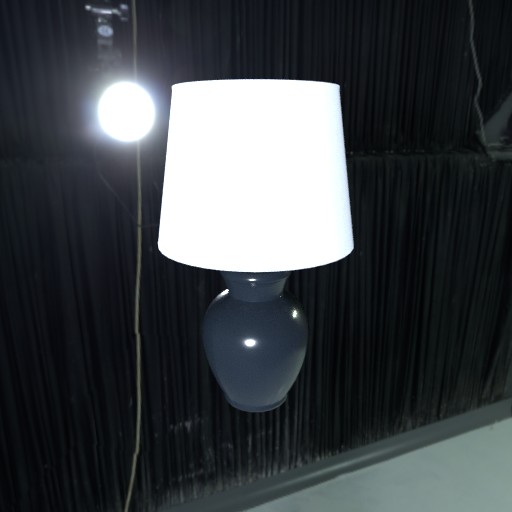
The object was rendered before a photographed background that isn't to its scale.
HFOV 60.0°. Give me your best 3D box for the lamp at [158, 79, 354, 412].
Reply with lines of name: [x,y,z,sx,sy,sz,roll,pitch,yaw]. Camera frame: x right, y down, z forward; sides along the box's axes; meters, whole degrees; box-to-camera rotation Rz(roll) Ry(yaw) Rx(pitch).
lamp: [0.000,0.000,0.560,0.239,0.399,0.239,0,17,0]
